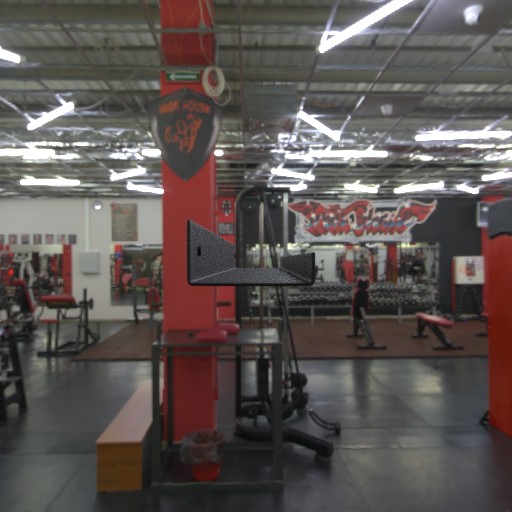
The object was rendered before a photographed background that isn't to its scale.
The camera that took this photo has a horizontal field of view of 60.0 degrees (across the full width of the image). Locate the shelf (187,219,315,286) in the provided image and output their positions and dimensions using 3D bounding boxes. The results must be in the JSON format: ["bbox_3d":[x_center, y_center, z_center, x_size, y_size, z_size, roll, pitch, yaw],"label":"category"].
[{"bbox_3d":[0.000,0.000,0.651,0.102,0.053,0.605,0,0,1],"label":"shelf"}]
